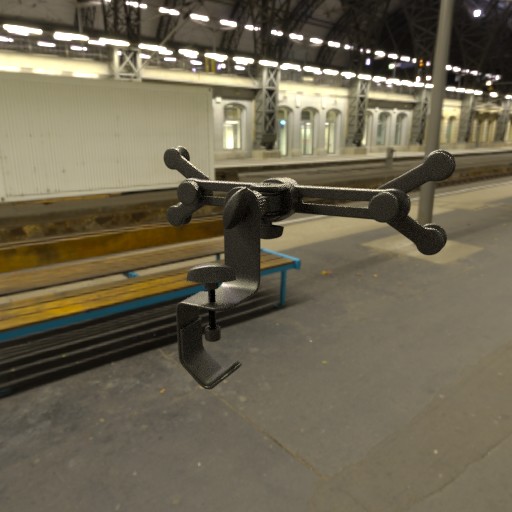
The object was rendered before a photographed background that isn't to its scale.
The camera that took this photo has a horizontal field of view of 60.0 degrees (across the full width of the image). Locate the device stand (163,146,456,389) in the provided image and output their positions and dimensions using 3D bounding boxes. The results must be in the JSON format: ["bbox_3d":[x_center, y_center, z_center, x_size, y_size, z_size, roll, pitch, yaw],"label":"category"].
[{"bbox_3d":[0.000,0.000,0.357,0.270,0.166,0.142,8,17,26],"label":"device stand"}]
